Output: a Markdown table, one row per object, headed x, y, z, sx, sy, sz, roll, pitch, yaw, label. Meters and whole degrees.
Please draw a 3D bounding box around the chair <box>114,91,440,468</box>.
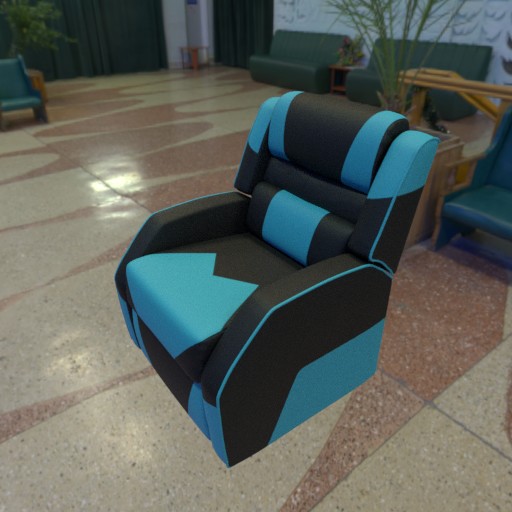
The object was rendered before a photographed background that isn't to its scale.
| x | y | z | sx | sy | sz | roll | pitch | yaw | label |
| --- | --- | --- | --- | --- | --- | --- | --- | --- | --- |
| 0.000 | 0.000 | 1.289 | 0.672 | 0.805 | 0.620 | -21 | 36 | -31 | chair |
